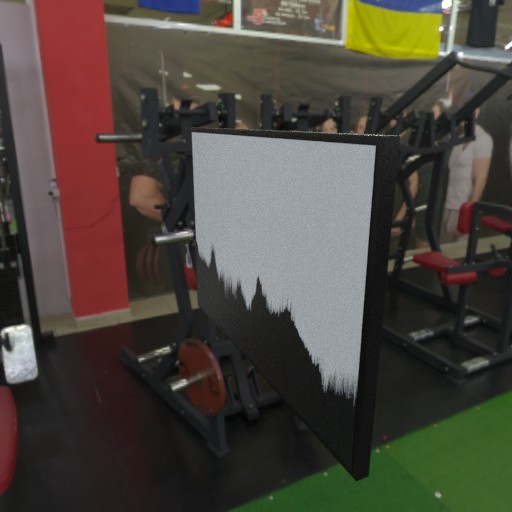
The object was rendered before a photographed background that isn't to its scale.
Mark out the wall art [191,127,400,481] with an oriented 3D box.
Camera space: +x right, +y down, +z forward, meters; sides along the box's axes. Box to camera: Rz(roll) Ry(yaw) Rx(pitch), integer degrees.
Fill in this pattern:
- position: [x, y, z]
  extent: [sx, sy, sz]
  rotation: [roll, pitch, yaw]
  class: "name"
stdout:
- position: [0.000, 0.000, 0.814]
  extent: [0.022, 0.446, 0.659]
  rotation: [-8, 19, -24]
  class: "wall art"
